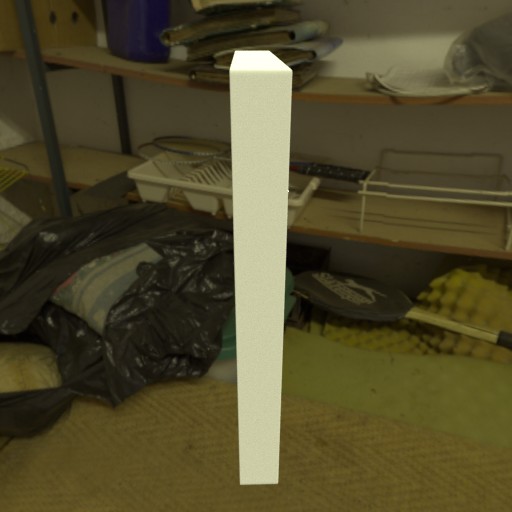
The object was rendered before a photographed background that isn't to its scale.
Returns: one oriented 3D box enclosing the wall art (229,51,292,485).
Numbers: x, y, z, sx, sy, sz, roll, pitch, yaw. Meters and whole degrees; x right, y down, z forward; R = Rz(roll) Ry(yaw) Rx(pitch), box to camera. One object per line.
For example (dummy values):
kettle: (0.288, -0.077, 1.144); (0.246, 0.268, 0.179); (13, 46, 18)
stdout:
wall art: (0.000, 0.000, 0.466); (0.039, 0.381, 0.252); (-1, 27, -1)
